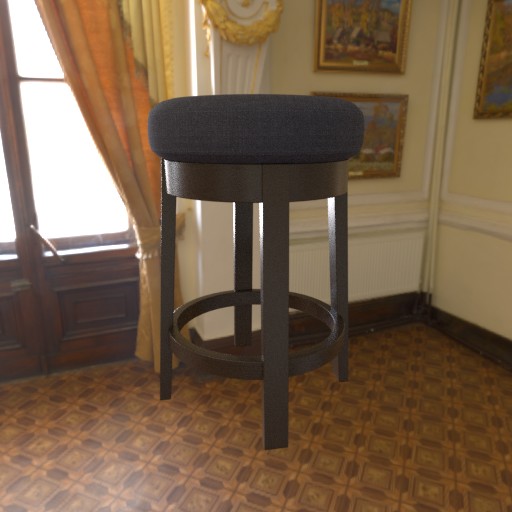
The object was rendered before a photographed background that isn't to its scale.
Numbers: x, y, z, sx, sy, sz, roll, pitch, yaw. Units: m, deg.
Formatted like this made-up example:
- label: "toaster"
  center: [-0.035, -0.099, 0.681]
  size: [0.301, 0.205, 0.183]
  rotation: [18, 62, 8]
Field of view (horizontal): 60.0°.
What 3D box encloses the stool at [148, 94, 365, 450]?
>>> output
- label: "stool"
  center: [0.000, 0.000, 0.974]
  size: [0.449, 0.655, 0.449]
  rotation: [0, 16, 0]
